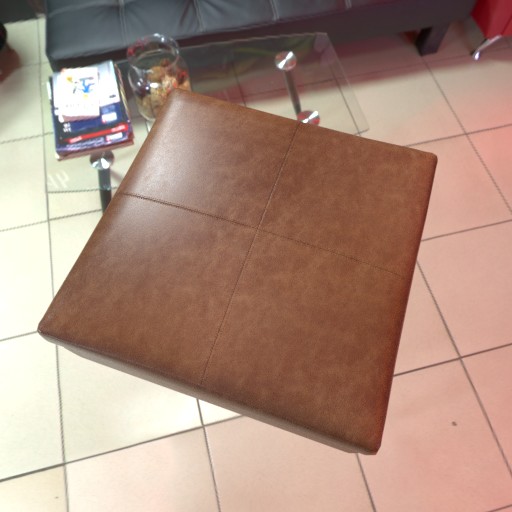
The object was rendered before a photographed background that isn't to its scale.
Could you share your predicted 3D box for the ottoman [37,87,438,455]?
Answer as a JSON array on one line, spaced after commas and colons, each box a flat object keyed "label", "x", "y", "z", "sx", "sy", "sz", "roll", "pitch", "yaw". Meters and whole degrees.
[{"label": "ottoman", "x": 0.000, "y": 0.000, "z": 1.777, "sx": 1.169, "sy": 0.483, "sz": 1.168, "roll": 17, "pitch": 66, "yaw": 8}]
